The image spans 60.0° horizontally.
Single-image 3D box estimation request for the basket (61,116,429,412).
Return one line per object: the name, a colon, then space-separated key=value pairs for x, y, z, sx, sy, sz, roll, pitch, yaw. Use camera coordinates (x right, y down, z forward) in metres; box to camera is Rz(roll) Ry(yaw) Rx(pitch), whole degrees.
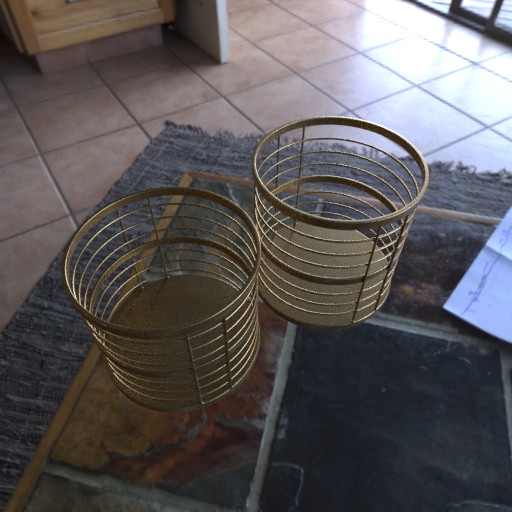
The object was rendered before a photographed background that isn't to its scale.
basket: x=0.000 y=0.000 z=0.966 sx=0.746 sy=0.351 sz=0.356 roll=-24 pitch=52 yaw=-20
